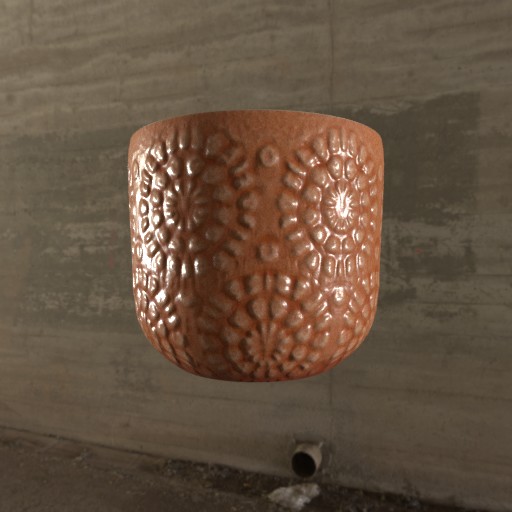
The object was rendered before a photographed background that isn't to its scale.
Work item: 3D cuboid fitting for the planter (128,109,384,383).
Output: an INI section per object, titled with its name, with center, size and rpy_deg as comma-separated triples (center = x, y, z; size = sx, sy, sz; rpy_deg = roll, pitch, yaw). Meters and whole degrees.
[planter]
center = 0.000, 0.000, 0.224
size = 0.124, 0.109, 0.124
rpy_deg = 0, 0, 0
